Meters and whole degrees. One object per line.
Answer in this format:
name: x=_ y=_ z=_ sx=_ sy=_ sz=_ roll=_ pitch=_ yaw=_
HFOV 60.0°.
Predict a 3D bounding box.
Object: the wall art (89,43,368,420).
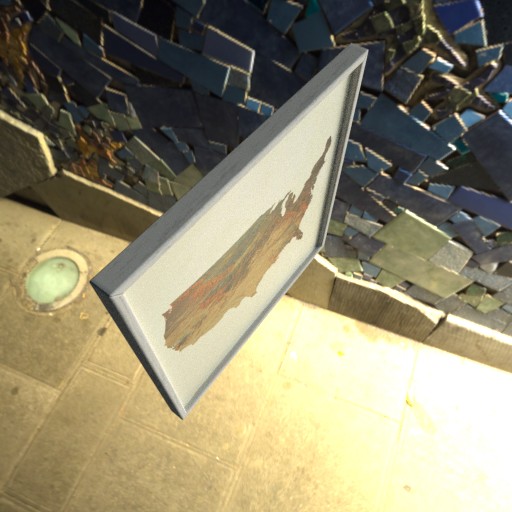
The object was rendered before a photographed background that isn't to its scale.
wall art: x=0.000 y=0.000 z=1.908 sx=0.078 sy=1.288 sz=1.287 roll=32 pitch=63 yaw=19
